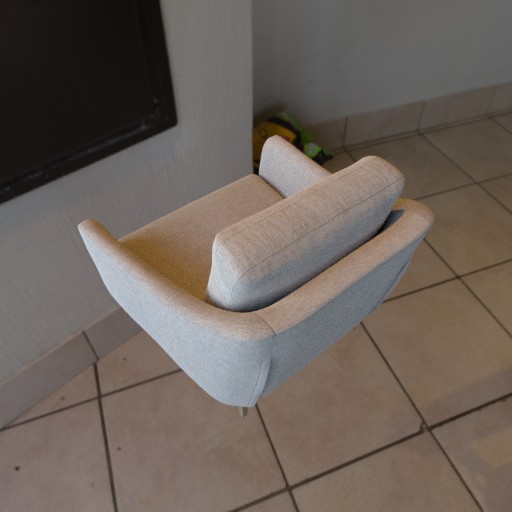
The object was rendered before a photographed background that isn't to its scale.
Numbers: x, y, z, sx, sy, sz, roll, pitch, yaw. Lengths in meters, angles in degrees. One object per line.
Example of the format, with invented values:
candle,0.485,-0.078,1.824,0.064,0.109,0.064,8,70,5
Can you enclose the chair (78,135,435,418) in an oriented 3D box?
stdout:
chair,0.000,0.000,1.714,0.986,0.902,0.961,-31,54,-26
